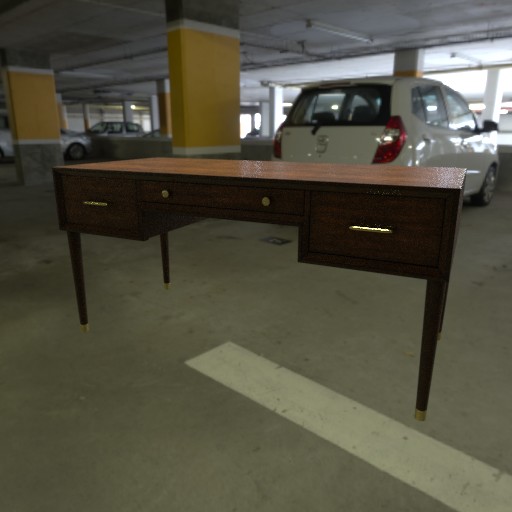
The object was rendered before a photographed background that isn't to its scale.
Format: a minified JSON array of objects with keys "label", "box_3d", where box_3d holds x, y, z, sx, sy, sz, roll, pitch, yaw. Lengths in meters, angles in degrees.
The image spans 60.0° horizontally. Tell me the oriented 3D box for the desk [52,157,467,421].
[{"label":"desk","box_3d":[0.000,0.000,1.943,1.575,0.762,0.724,8,18,25]}]
